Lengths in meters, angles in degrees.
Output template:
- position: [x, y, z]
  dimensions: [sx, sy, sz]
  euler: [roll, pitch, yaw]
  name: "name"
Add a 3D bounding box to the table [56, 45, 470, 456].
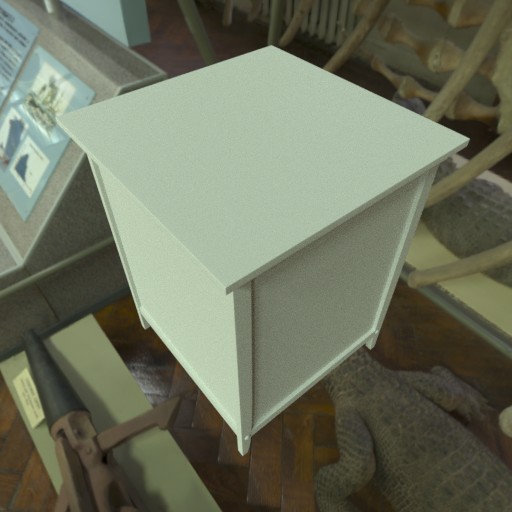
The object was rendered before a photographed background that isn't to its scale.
- position: [0.000, 0.000, 0.747]
  dimensions: [0.381, 0.483, 0.381]
  euler: [-31, 54, -26]
  name: "table"
